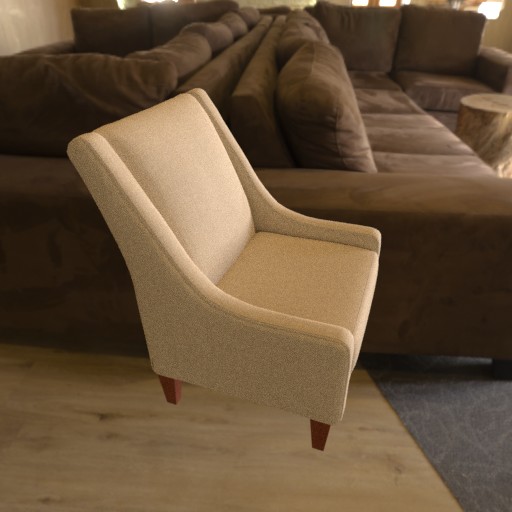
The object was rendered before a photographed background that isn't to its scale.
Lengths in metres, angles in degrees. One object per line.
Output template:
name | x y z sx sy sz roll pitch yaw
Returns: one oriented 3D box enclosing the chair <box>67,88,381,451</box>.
chair | 0.000 0.000 1.649 0.870 1.014 0.774 11 33 17
